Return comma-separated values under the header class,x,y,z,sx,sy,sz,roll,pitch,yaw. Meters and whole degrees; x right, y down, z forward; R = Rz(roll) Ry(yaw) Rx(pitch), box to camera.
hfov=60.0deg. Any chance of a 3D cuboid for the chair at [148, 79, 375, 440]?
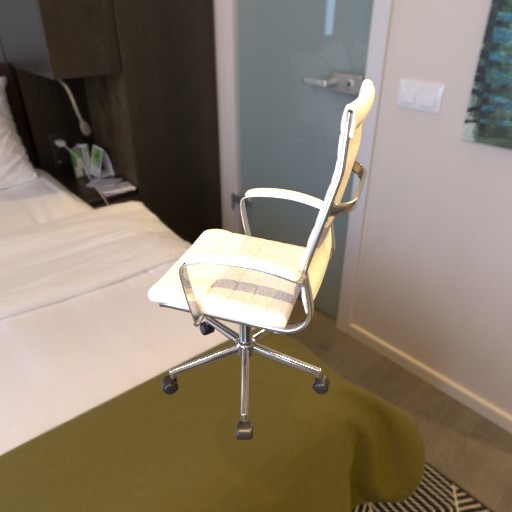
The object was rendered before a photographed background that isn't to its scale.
class,x,y,z,sx,sy,sz,roll,pitch,yaw
chair,0.000,0.000,1.576,0.679,1.149,0.679,9,31,15
